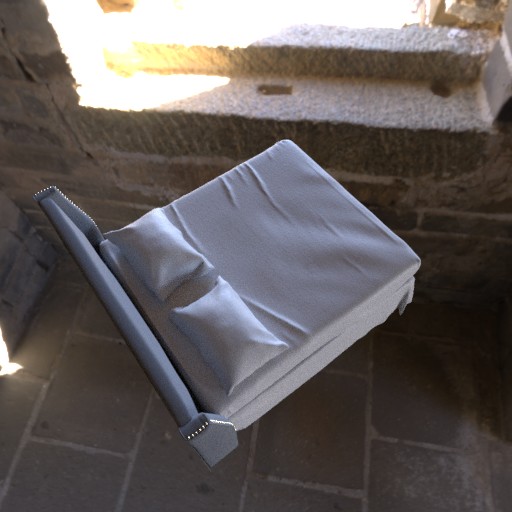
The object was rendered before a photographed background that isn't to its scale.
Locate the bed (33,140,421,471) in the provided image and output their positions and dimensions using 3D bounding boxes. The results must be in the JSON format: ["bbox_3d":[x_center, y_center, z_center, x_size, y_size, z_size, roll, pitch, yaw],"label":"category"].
[{"bbox_3d":[0.000,0.000,3.409,2.276,1.332,1.925,-33,64,-18],"label":"bed"}]
